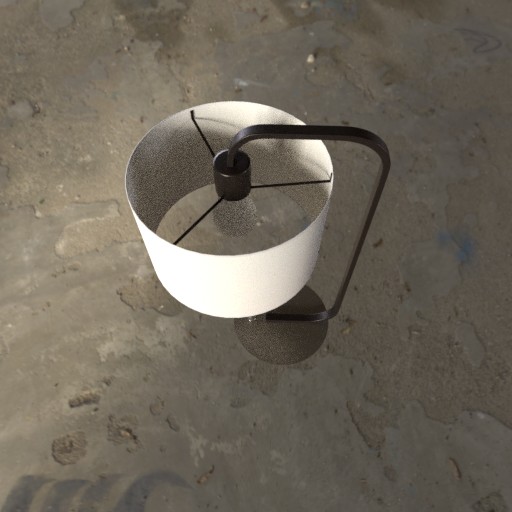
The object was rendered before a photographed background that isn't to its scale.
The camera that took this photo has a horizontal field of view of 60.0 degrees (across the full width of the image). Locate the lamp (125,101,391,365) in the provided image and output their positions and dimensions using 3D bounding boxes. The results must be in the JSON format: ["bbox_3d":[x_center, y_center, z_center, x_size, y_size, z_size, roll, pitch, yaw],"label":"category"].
[{"bbox_3d":[0.000,0.000,0.641,0.288,0.473,0.230,2,58,1],"label":"lamp"}]
